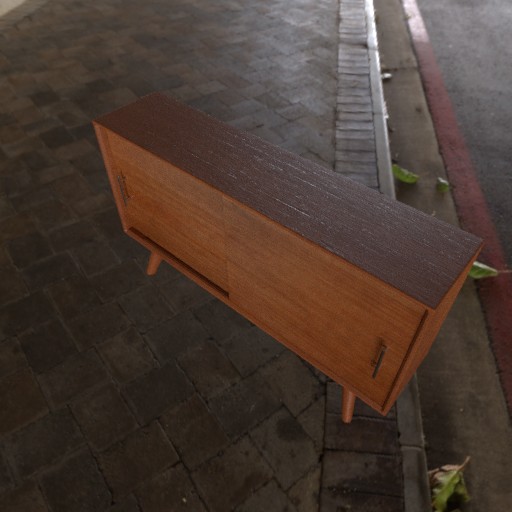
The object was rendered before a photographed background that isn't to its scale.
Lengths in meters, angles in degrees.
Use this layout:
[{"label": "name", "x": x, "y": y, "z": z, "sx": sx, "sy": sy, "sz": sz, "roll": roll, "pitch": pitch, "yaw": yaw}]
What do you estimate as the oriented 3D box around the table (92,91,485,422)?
[{"label": "table", "x": 0.000, "y": 0.000, "z": 1.528, "sx": 1.220, "sy": 0.698, "sz": 0.308, "roll": 32, "pitch": 54, "yaw": 27}]
